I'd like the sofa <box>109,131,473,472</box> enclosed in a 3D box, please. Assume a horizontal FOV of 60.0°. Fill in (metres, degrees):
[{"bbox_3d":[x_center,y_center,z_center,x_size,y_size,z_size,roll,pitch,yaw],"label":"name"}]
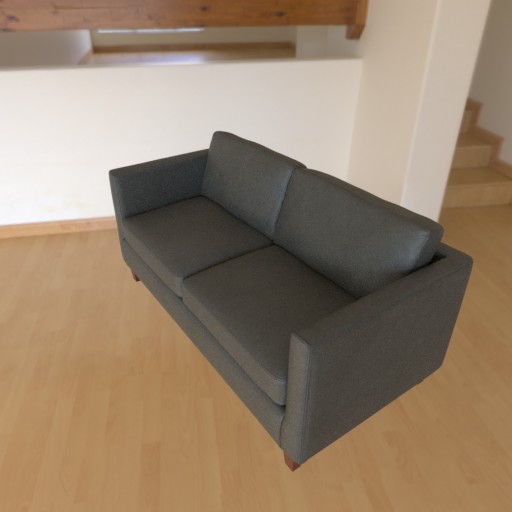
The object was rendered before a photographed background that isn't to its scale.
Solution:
[{"bbox_3d":[0.000,0.000,2.409,0.951,0.933,1.883,-20,37,-29],"label":"sofa"}]
